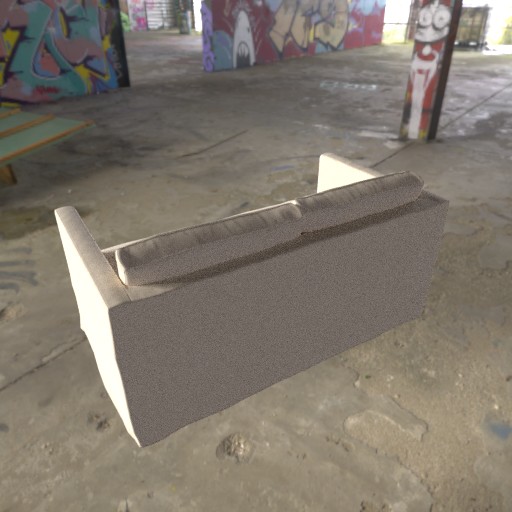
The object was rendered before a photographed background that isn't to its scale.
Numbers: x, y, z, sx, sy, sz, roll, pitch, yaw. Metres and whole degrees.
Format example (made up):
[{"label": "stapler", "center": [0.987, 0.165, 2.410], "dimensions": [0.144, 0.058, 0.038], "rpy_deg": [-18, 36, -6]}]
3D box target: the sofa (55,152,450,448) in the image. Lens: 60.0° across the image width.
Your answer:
[{"label": "sofa", "center": [0.000, 0.000, 2.314], "dimensions": [1.746, 0.834, 0.962], "rpy_deg": [-17, 35, -27]}]
